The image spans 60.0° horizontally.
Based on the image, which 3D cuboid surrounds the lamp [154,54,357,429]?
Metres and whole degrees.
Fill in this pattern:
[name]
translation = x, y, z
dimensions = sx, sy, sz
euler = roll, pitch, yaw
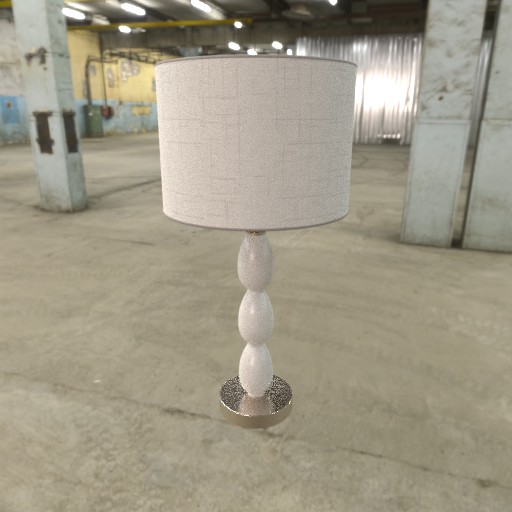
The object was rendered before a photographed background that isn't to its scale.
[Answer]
[lamp]
translation = 0.000, 0.000, 0.710
dimensions = 0.282, 0.559, 0.280
euler = -16, 24, -41
